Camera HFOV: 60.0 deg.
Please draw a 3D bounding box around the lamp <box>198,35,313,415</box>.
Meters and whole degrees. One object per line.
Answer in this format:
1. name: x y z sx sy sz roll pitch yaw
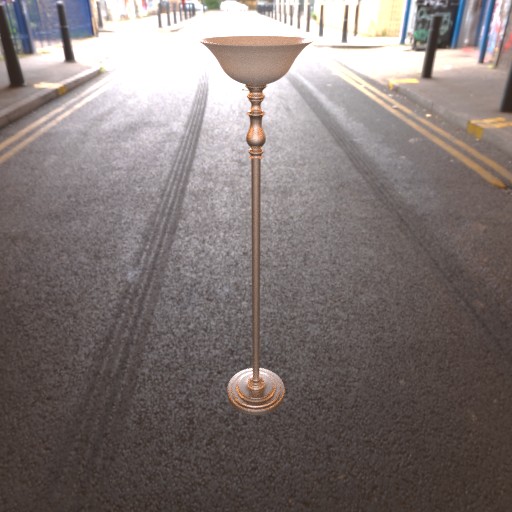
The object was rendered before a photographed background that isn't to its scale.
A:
1. lamp: 0.000 0.000 2.014 0.405 1.771 0.405 21 36 31
